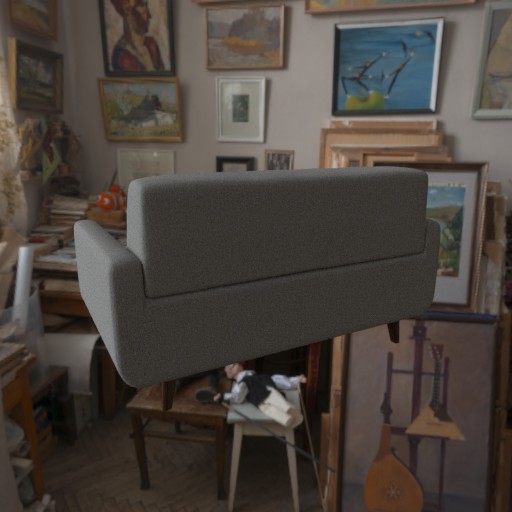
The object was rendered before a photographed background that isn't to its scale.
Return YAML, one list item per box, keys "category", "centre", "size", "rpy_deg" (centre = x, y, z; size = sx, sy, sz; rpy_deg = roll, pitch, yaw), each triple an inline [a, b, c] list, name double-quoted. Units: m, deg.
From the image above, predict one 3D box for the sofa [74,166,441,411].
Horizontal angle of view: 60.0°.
- category: "sofa"
  centre: [0.000, 0.000, 2.311]
  size: [1.651, 0.925, 0.952]
  rpy_deg: [-8, 17, -28]
